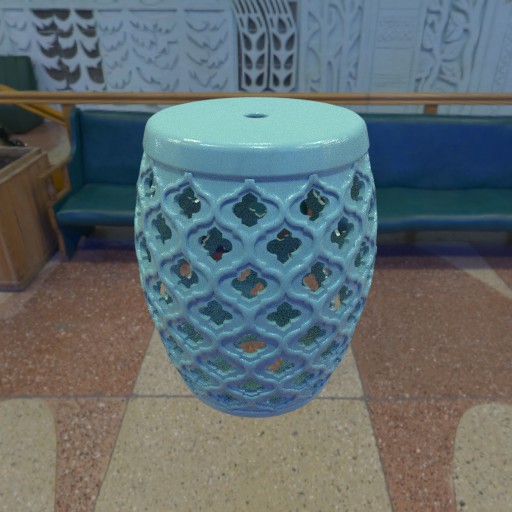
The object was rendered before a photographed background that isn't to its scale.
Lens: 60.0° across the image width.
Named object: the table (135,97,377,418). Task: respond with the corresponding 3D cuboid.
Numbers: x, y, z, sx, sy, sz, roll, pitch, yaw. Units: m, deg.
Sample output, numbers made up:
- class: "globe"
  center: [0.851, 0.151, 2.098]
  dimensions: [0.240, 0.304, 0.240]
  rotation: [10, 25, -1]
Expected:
- class: "table"
  center: [0.000, 0.000, 0.628]
  dimensions: [0.325, 0.388, 0.325]
  rotation: [0, 29, 0]
